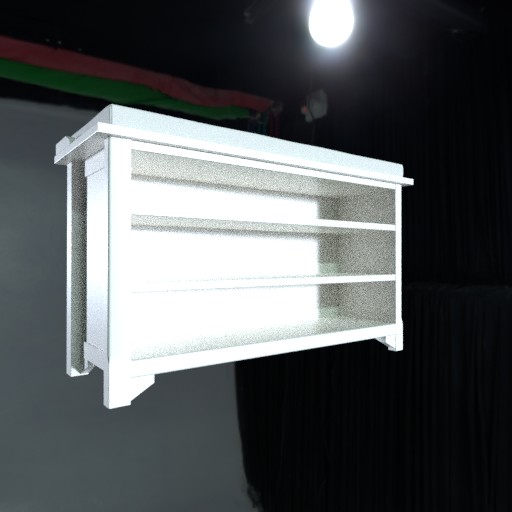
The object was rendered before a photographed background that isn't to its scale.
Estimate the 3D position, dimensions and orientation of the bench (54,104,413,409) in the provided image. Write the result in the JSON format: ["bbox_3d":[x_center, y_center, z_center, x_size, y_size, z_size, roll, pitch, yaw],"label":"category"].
[{"bbox_3d":[0.000,0.000,1.252,0.987,0.589,0.346,0,-1,-37],"label":"bench"}]
